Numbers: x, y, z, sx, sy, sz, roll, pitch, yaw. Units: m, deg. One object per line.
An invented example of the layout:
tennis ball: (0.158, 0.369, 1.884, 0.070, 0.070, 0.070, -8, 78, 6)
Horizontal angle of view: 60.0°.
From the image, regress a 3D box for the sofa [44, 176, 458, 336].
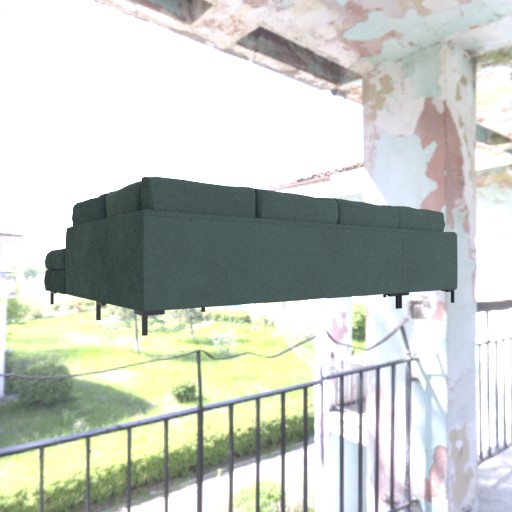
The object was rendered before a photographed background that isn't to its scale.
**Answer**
sofa: (0.000, 0.000, 3.203, 2.486, 0.687, 1.707, 0, -1, -37)
